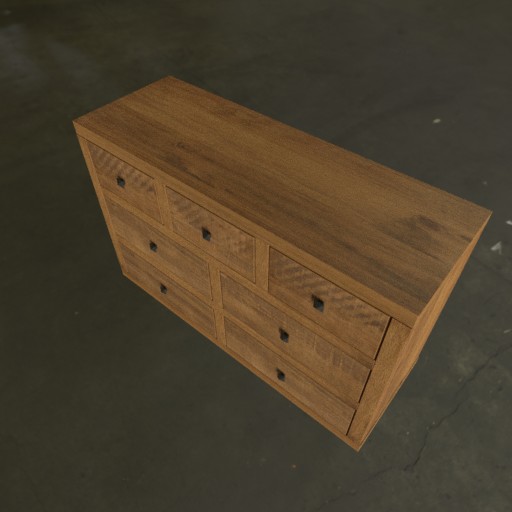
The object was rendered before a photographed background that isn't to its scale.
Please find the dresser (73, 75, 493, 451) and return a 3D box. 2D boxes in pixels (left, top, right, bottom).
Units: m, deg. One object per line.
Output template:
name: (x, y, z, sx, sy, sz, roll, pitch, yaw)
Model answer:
dresser: (0.000, 0.000, 1.632, 1.261, 0.825, 0.479, 31, 54, 26)
